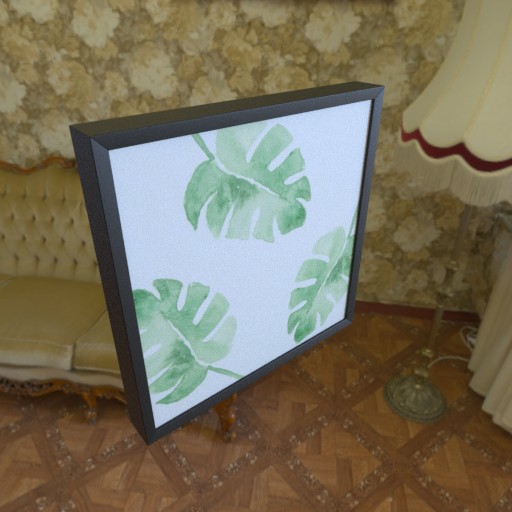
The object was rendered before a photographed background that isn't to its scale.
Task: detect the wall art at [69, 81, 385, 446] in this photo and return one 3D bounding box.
[{"bbox_3d":[0.000,0.000,0.454,0.304,0.304,0.038,-22,37,-33],"label":"wall art"}]
